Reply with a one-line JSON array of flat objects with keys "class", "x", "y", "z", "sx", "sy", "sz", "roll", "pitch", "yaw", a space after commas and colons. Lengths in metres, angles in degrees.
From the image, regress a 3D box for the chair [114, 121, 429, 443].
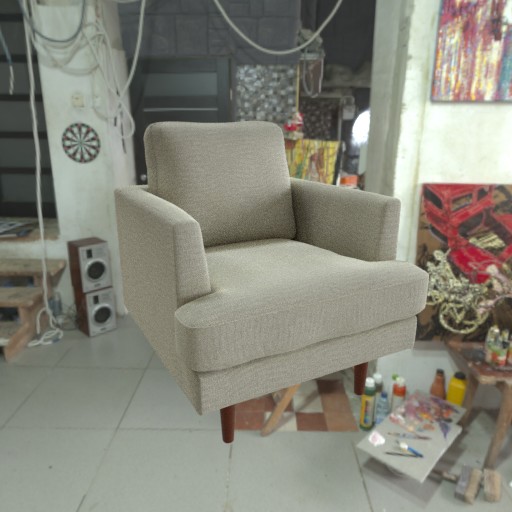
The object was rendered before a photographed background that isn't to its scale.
[{"class": "chair", "x": 0.000, "y": 0.000, "z": 1.634, "sx": 0.858, "sy": 0.957, "sz": 0.899, "roll": -9, "pitch": 19, "yaw": -27}]
